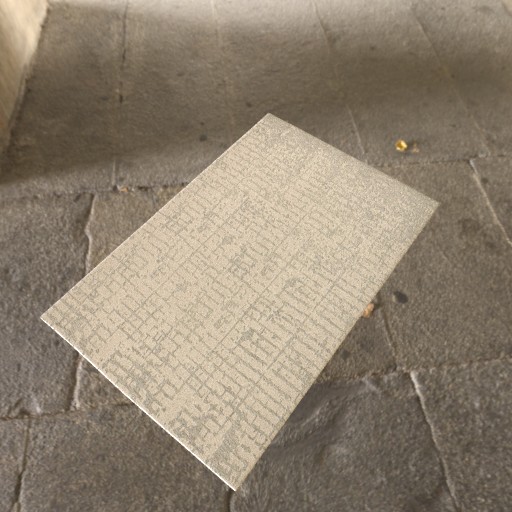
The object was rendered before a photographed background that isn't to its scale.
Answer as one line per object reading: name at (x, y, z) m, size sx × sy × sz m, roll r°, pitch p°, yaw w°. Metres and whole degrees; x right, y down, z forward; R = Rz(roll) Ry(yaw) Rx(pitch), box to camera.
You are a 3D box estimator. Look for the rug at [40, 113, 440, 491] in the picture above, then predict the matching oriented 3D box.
rug at (0.000, 0.000, 2.312) m, size 1.211 × 0.007 × 1.827 m, roll 34°, pitch 64°, yaw 19°
